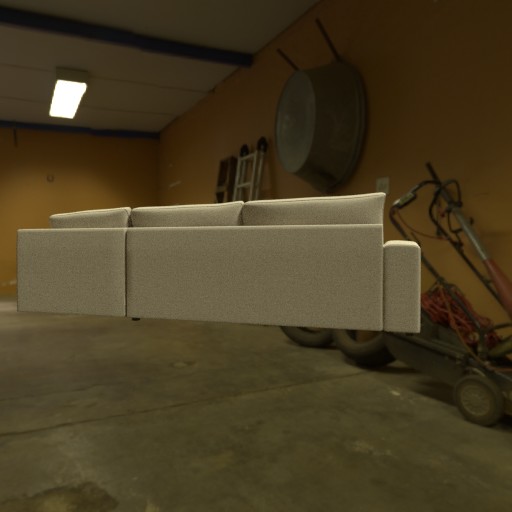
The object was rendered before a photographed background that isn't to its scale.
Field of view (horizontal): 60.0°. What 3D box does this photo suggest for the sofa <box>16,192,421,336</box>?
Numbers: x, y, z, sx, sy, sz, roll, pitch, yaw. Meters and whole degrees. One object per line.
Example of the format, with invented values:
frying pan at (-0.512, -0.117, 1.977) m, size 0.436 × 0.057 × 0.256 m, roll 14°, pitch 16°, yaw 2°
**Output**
sofa at (0.000, 0.000, 4.647) m, size 3.066 × 0.918 × 3.206 m, roll 0°, pitch 1°, yaw 17°
